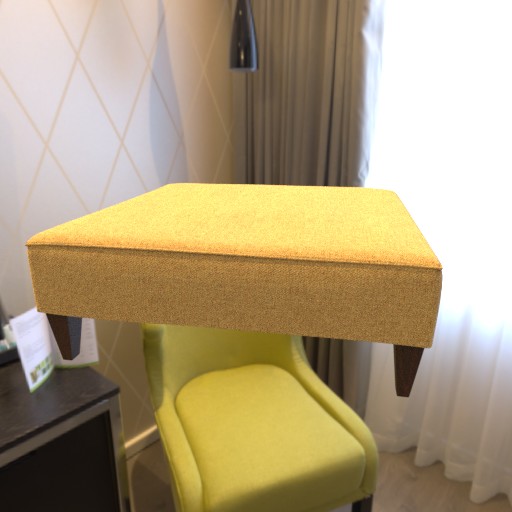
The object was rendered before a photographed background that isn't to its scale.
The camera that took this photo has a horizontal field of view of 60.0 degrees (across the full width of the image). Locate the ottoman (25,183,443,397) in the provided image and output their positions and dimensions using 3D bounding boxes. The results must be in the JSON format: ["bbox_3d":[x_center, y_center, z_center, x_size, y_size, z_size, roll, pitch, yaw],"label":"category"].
[{"bbox_3d":[0.000,0.000,1.482,0.981,0.378,0.970,3,18,10],"label":"ottoman"}]
